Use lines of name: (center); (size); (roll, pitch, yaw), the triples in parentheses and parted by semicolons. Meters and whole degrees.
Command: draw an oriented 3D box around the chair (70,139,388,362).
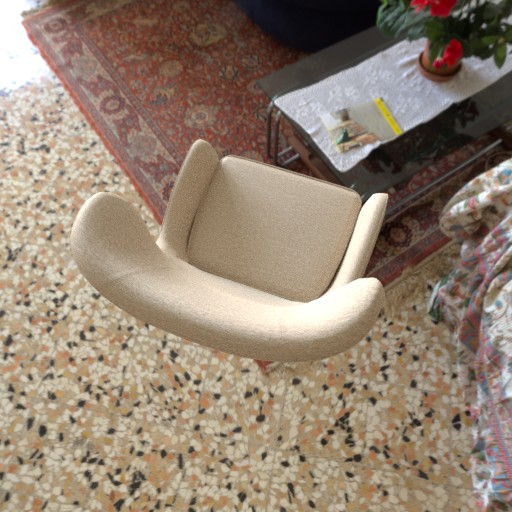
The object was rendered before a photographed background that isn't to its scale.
chair: (0.000, 0.000, 1.716); (0.861, 1.064, 0.984); (18, 65, 9)
